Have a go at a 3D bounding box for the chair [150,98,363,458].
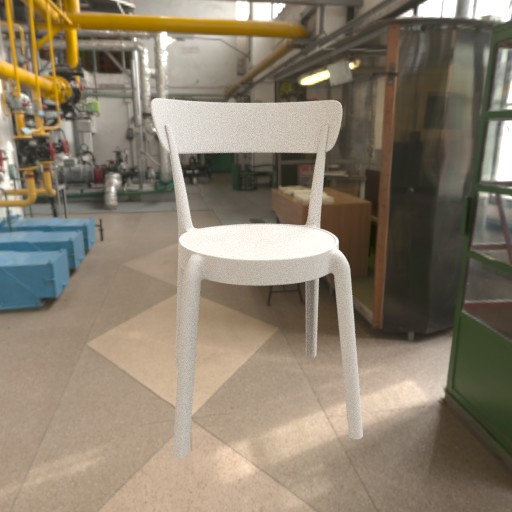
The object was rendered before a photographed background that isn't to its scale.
[{"bbox_3d":[0.000,0.000,1.151,0.506,0.790,0.491,-2,16,-8],"label":"chair"}]
